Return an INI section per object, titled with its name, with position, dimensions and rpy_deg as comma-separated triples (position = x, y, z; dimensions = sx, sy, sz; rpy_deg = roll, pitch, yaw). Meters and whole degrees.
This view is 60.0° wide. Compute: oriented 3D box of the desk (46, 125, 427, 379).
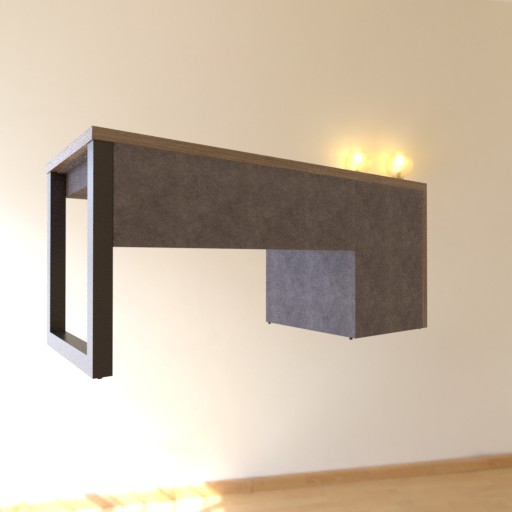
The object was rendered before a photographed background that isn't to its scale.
[desk]
position = 0.000, 0.000, 2.086
dimensions = 1.700, 0.760, 0.690
rpy_deg = 0, -1, -36
